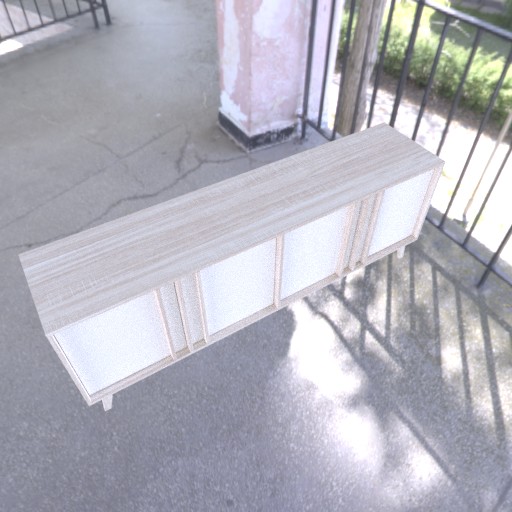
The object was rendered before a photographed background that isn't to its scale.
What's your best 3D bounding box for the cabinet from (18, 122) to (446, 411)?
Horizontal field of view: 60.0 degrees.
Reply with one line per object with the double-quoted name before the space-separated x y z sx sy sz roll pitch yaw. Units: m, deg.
"cabinet" 0.000 0.000 2.524 2.200 0.780 0.500 -24 51 -21
